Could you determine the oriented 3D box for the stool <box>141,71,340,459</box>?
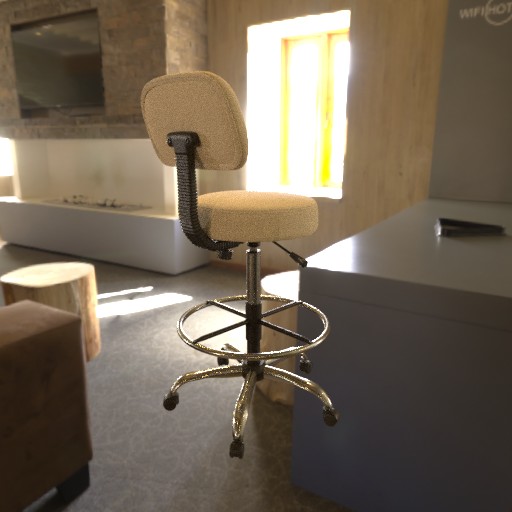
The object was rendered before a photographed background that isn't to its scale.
[{"bbox_3d":[0.000,0.000,1.477,0.616,1.080,0.609,-14,20,-42],"label":"stool"}]
